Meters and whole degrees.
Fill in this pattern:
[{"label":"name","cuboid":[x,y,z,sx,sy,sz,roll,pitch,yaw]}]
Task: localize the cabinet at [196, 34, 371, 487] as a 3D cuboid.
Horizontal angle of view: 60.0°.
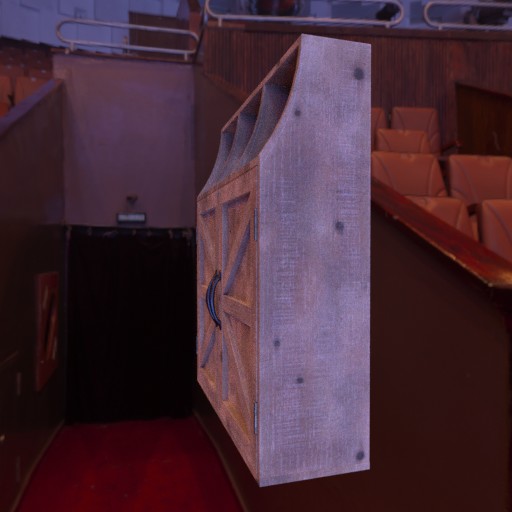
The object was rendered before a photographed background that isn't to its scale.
[{"label":"cabinet","cuboid":[0.000,0.000,0.823,0.184,0.590,0.489,0,1,-17]}]
